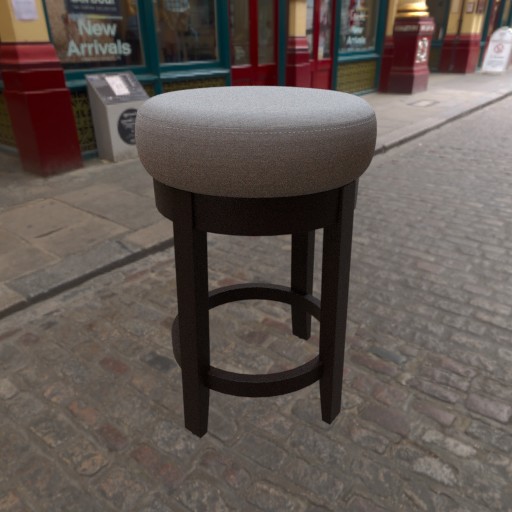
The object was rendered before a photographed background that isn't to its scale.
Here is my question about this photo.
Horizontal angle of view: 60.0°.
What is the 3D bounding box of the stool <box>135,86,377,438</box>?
[{"bbox_3d":[0.000,0.000,0.951,0.443,0.672,0.443,0,26,0],"label":"stool"}]
